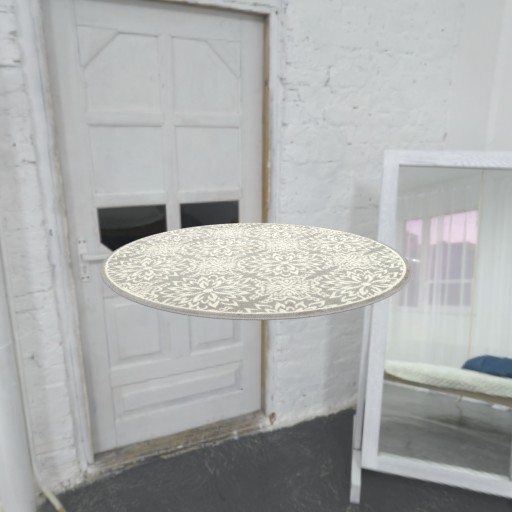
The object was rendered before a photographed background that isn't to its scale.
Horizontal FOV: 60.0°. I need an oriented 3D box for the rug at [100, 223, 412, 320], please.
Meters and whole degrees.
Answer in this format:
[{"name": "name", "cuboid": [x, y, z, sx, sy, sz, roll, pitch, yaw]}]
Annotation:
[{"name": "rug", "cuboid": [0.000, 0.000, 2.388, 1.593, 0.012, 1.593, 0, 17, 0]}]
